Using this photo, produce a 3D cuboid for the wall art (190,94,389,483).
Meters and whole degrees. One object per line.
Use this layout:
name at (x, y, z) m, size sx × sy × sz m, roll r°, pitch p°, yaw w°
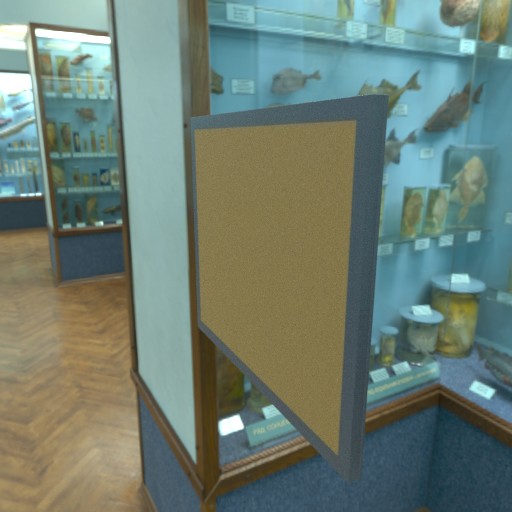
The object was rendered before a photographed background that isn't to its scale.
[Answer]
wall art at (0.000, 0.000, 0.891) m, size 0.026 × 0.558 × 0.660 m, roll -7°, pitch 16°, yaw -26°
